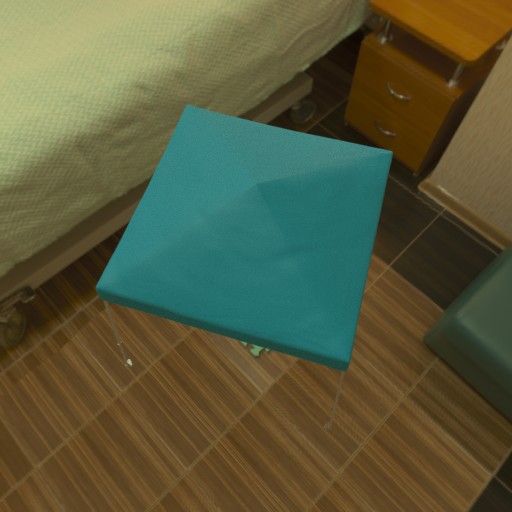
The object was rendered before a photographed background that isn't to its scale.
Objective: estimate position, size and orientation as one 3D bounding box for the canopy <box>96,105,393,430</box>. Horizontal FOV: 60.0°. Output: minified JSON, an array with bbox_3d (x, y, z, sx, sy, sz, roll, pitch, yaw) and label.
[{"bbox_3d":[0.000,0.000,6.547,3.600,3.600,3.599,15,65,7],"label":"canopy"}]
